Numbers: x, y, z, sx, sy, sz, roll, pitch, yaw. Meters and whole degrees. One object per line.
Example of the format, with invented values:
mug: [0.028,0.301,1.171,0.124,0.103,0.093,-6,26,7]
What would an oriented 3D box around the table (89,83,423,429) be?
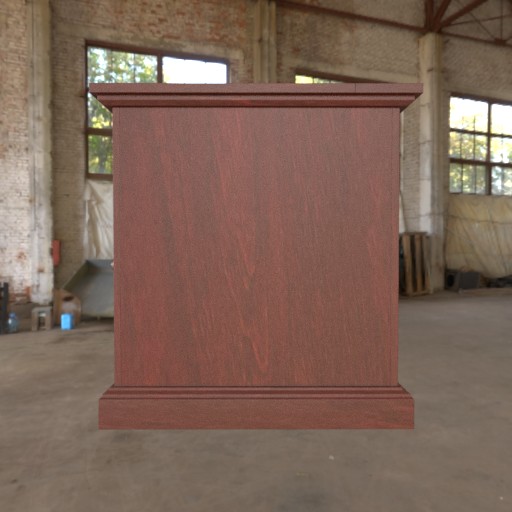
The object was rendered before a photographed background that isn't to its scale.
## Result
table: [0.000,0.000,0.958,0.584,0.612,0.356,0,1,0]
